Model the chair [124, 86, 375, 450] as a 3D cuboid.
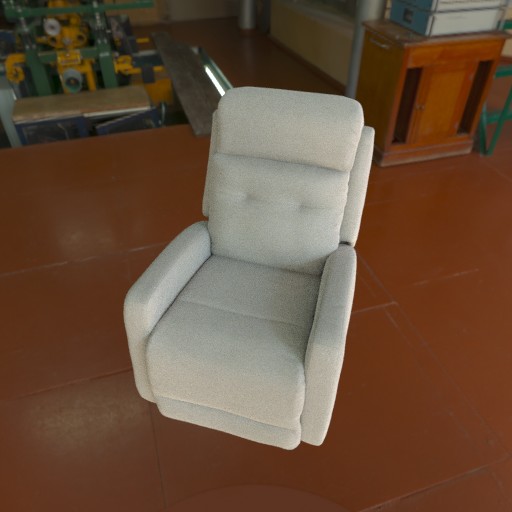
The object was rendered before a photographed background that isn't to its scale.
[{"bbox_3d":[0.000,0.000,1.746,0.798,1.013,1.043,11,42,12],"label":"chair"}]
